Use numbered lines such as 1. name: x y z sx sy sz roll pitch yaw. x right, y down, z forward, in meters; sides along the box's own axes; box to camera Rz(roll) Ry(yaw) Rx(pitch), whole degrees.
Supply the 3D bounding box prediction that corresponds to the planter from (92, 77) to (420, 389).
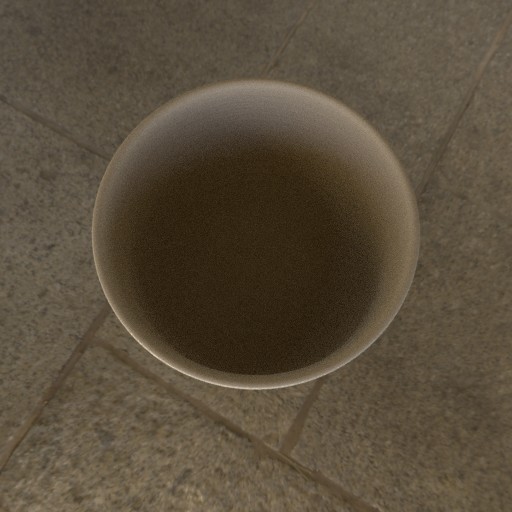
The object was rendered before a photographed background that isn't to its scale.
1. planter: 0.000 0.000 0.302 0.169 0.153 0.169 0 75 0
